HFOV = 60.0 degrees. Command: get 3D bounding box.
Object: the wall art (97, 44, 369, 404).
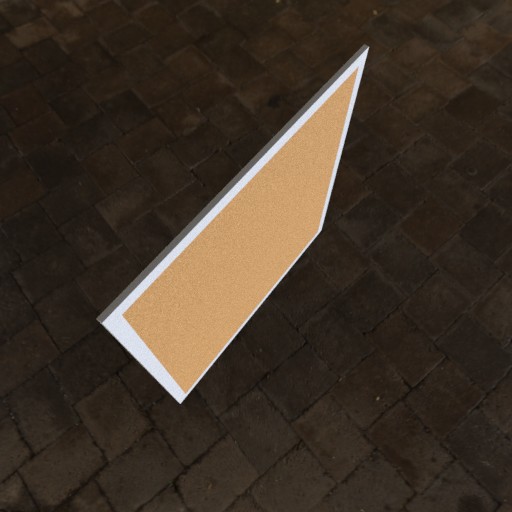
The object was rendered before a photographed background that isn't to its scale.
[{"bbox_3d":[0.000,0.000,1.208,0.013,0.813,0.812,34,68,16],"label":"wall art"}]
